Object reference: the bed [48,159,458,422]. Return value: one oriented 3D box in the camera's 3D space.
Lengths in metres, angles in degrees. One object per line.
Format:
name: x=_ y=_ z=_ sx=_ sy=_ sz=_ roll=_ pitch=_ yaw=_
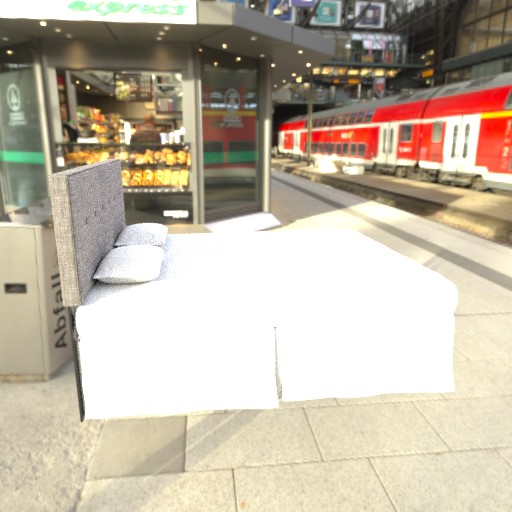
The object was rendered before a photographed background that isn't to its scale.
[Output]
bed: x=0.000 y=0.000 z=2.846 sx=1.958 sy=1.168 sz=1.621 roll=-2 pitch=15 yaw=-9
